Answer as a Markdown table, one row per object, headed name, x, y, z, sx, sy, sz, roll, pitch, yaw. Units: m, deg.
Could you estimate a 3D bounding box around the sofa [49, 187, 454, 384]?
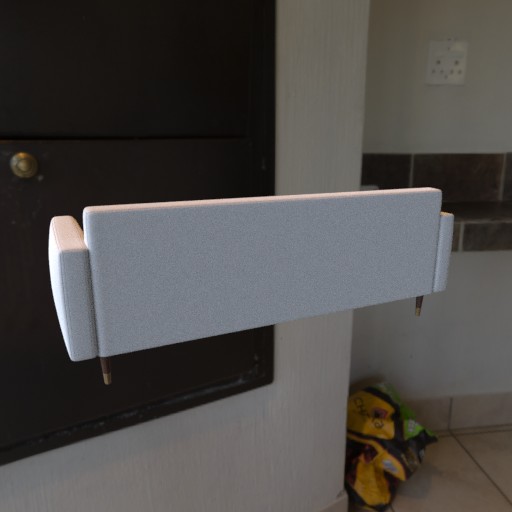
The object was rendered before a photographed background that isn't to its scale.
| name | x | y | z | sx | sy | sz | roll | pitch | yaw |
| --- | --- | --- | --- | --- | --- | --- | --- | --- | --- |
| sofa | 0.000 | 0.000 | 2.715 | 2.291 | 0.821 | 0.990 | -7 | 16 | -25 |
